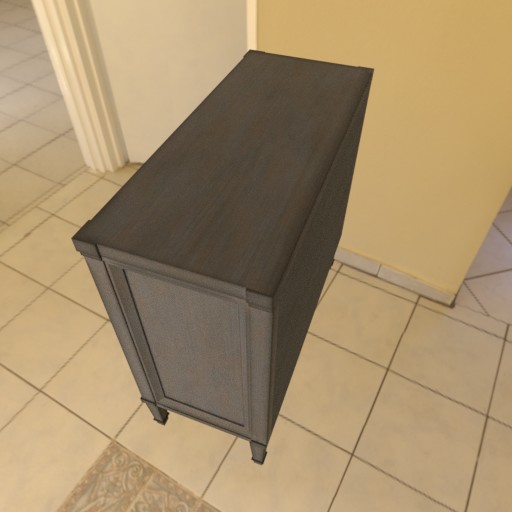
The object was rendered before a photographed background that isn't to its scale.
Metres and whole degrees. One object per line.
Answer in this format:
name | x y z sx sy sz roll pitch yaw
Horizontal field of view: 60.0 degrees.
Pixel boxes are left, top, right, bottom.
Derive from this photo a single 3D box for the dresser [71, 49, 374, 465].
dresser | 0.000 0.000 1.582 0.463 0.986 1.049 15 49 14
